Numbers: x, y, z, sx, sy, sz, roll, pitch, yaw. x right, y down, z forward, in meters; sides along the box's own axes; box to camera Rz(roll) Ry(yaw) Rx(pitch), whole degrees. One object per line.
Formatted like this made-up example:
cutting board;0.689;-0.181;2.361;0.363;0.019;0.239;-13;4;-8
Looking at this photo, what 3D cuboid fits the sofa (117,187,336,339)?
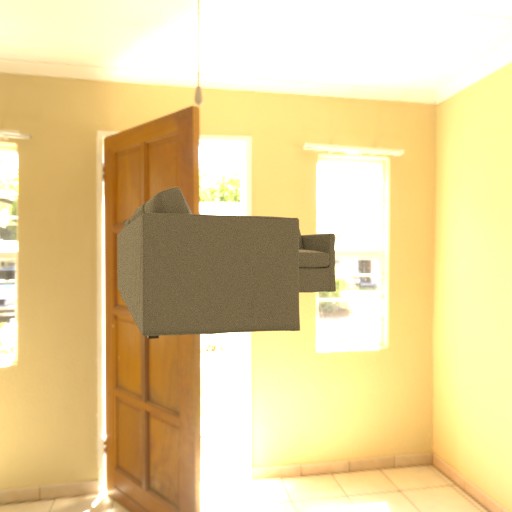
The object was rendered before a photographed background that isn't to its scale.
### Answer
sofa;0.000;0.000;4.253;2.432;0.871;3.182;0;1;-20
